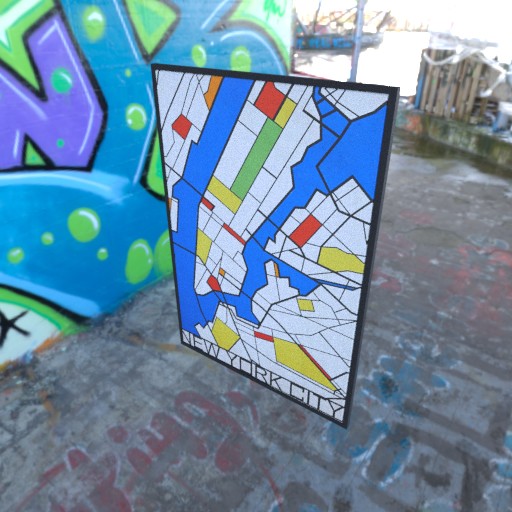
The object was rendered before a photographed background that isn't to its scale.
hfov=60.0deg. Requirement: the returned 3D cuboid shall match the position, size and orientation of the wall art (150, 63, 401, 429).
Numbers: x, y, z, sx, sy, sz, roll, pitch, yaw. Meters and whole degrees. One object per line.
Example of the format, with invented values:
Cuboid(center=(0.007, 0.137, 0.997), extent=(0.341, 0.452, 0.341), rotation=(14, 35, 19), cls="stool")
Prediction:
Cuboid(center=(0.000, 0.000, 0.859), extent=(0.460, 0.660, 0.013), rotation=(19, 35, 30), cls="wall art")
